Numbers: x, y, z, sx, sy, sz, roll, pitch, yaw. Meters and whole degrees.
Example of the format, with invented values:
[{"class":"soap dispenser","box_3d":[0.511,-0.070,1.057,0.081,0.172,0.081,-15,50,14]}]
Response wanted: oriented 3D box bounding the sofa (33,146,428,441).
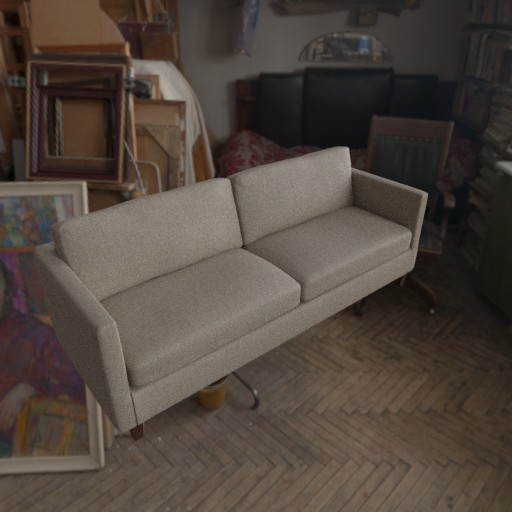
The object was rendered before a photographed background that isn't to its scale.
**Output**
[{"class":"sofa","box_3d":[0.000,0.000,2.899,2.434,0.965,0.951,-22,36,-33]}]
